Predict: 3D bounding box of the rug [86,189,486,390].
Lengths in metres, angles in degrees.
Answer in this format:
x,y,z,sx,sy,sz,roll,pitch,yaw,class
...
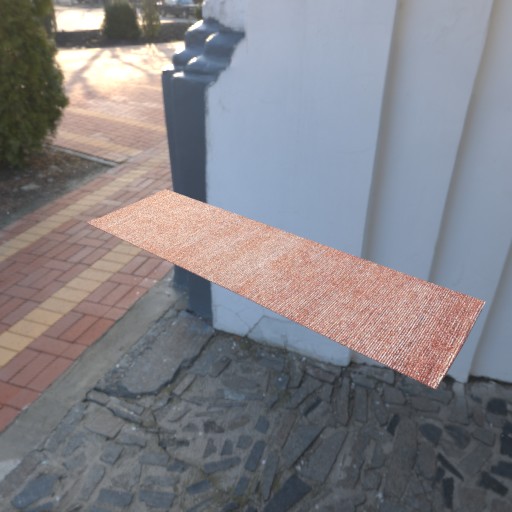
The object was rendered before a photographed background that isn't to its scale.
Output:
x,y,z,sx,sy,sz,roll,pitch,yaw,class
0.000,0.000,2.579,2.353,0.013,0.718,22,37,32,rug
